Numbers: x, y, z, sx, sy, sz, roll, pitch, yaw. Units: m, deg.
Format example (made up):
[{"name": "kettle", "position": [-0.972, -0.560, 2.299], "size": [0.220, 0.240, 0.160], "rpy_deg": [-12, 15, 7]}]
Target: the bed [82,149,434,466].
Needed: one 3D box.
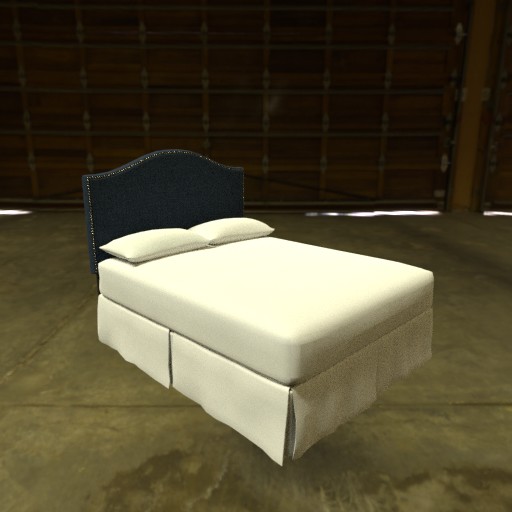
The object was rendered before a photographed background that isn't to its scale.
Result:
[{"name": "bed", "position": [0.000, 0.000, 3.289], "size": [2.153, 1.518, 1.713], "rpy_deg": [14, 20, 43]}]
